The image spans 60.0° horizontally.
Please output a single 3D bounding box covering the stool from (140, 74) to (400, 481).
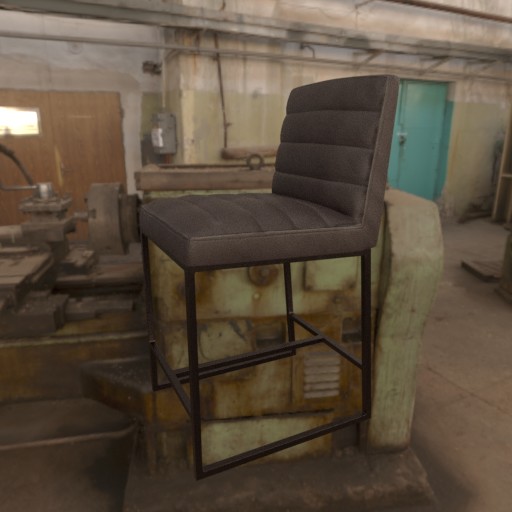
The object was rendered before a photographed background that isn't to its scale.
[{"bbox_3d":[0.000,0.000,1.238,0.562,0.946,0.463,-8,18,-25],"label":"stool"}]
